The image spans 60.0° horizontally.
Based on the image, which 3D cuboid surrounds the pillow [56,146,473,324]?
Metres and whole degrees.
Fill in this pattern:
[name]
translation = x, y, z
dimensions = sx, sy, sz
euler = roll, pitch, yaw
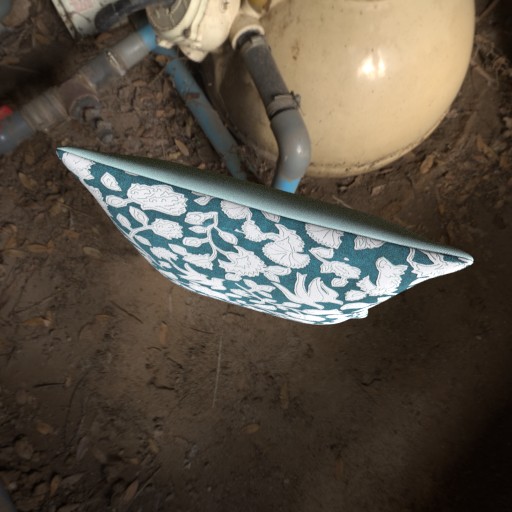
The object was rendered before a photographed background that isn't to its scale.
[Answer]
[pillow]
translation = 0.000, 0.000, 0.776
dimensions = 0.525, 0.508, 0.166
euler = 15, 77, 4
